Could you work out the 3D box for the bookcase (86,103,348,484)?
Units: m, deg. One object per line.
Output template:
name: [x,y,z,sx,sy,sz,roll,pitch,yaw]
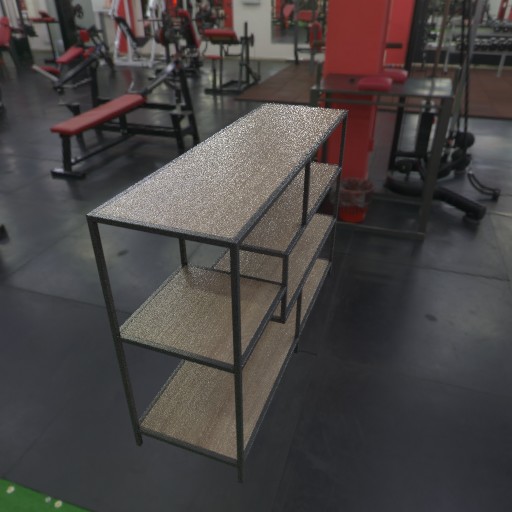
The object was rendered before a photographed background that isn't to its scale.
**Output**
bookcase: [0.000,0.000,1.552,0.350,0.780,1.140,11,33,18]
